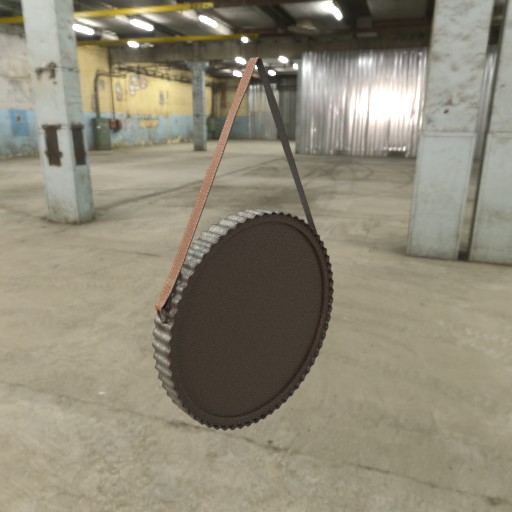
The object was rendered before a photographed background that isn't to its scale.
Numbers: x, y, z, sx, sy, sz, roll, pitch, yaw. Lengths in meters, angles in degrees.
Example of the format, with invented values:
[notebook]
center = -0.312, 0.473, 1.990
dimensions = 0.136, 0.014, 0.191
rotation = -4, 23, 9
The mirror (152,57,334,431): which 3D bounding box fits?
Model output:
[mirror]
center = 0.000, 0.000, 0.687
dimensions = 0.355, 0.568, 0.042
rotation = -15, 22, -41
